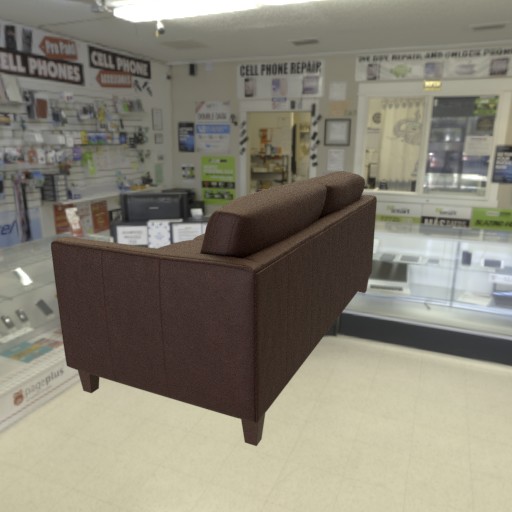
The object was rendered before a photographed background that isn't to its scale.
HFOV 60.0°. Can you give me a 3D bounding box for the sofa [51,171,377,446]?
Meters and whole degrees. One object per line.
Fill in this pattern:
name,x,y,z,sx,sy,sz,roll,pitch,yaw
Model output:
sofa,0.000,0.000,2.446,0.923,0.863,1.971,7,16,25
